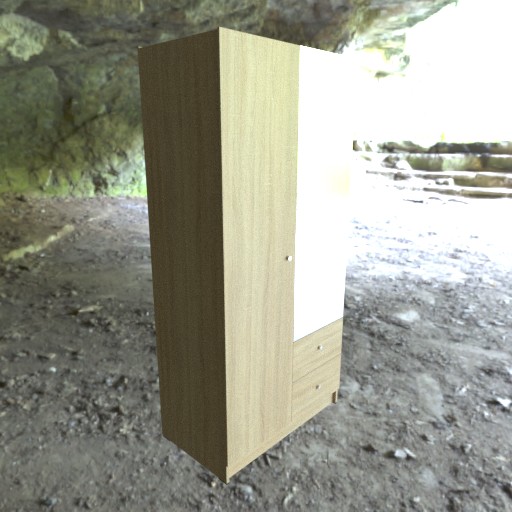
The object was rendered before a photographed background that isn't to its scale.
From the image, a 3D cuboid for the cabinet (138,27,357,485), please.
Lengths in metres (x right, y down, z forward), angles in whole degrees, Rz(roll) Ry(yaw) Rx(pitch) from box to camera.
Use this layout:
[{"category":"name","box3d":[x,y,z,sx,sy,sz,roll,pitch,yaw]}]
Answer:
[{"category":"cabinet","box3d":[0.000,0.000,2.510,0.590,2.121,1.001,14,20,42]}]
